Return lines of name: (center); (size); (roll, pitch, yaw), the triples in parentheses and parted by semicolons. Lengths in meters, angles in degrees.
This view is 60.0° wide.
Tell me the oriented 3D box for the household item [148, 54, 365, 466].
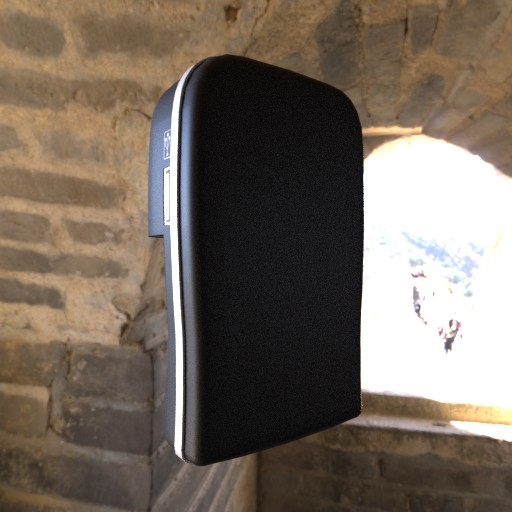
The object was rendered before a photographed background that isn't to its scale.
household item: (0.000, 0.000, 0.147); (0.070, 0.114, 0.038); (0, 0, -36)
